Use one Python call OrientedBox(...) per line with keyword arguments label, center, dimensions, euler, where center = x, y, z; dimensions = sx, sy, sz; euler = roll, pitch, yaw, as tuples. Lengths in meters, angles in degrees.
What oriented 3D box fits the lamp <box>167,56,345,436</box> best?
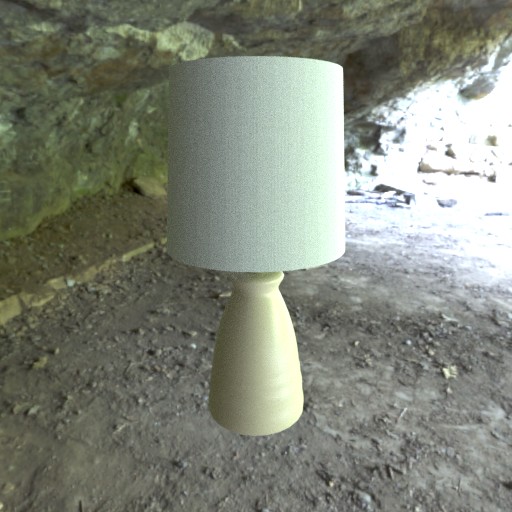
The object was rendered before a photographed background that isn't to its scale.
OrientedBox(label="lamp", center=(0.000, 0.000, 0.474), dimensions=(0.186, 0.369, 0.186), euler=(0, 15, 0))
